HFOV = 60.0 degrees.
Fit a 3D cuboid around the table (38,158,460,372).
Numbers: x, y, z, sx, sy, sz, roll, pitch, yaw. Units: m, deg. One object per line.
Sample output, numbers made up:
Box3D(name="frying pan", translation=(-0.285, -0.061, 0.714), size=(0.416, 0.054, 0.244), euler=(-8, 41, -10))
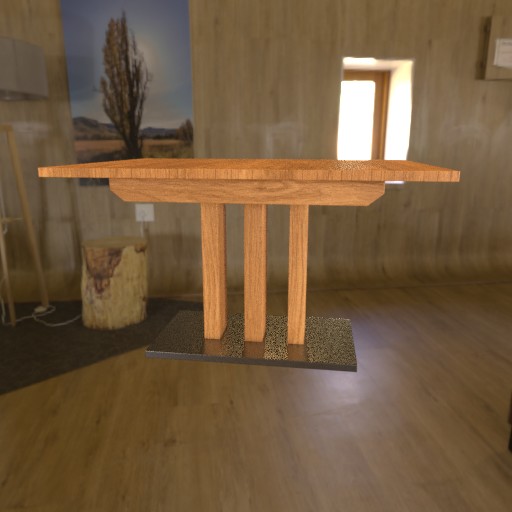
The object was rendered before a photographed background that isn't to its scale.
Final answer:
Box3D(name="table", translation=(0.000, 0.000, 1.873), size=(1.300, 0.770, 0.900), euler=(2, 14, 8))
